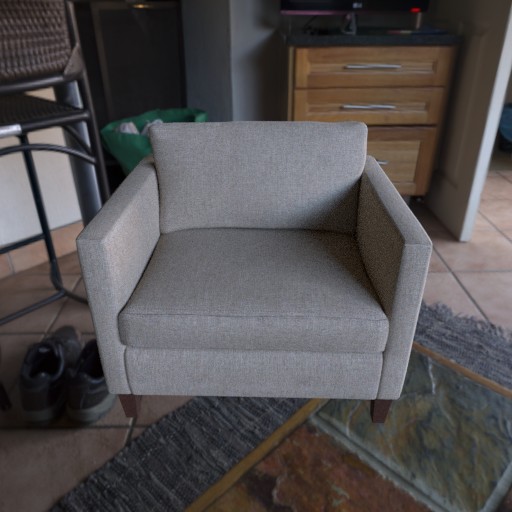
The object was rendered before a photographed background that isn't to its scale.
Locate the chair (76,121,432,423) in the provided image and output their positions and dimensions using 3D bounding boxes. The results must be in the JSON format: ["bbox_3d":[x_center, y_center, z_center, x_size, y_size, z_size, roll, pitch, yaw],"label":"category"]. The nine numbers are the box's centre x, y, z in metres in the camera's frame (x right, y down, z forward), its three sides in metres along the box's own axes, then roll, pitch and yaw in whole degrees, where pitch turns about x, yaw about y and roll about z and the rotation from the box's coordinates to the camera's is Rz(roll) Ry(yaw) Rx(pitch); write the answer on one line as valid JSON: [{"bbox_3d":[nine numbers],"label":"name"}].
[{"bbox_3d":[0.000,0.000,1.843,1.107,0.987,0.959,1,29,1],"label":"chair"}]
